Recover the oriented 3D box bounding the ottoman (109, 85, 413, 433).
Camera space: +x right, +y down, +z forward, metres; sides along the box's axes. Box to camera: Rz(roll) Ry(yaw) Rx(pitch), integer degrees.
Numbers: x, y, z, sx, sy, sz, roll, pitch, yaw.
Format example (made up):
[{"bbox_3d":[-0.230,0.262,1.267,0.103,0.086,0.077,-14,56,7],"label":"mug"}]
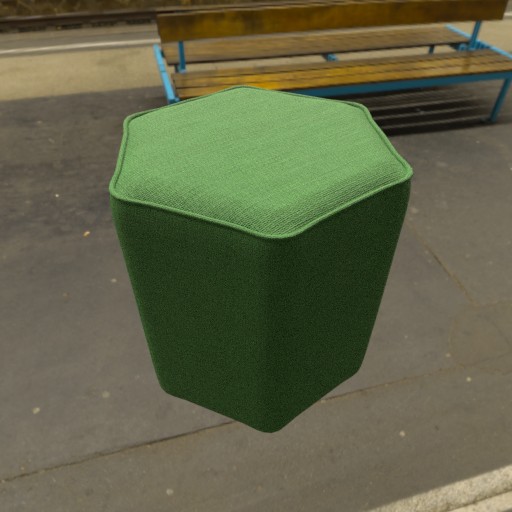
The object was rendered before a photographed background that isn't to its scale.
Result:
[{"bbox_3d":[0.000,0.000,0.867,0.499,0.507,0.444,-27,48,-27],"label":"ottoman"}]
